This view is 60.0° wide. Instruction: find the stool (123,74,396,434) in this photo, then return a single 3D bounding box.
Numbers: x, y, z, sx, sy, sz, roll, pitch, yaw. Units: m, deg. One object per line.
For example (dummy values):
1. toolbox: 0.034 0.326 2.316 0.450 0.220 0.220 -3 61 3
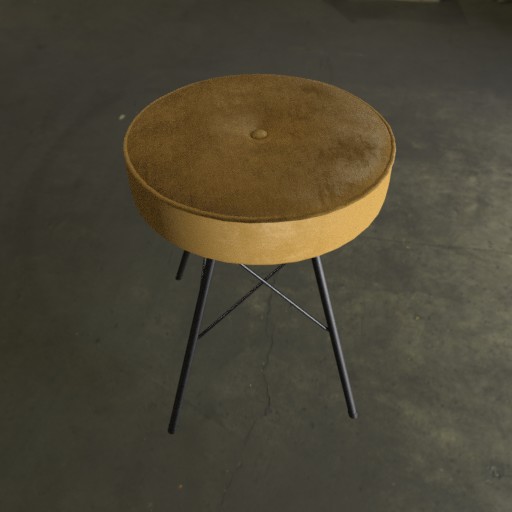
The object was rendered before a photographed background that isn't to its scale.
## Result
1. stool: 0.000 0.000 0.905 0.438 0.595 0.472 -2 46 -2
